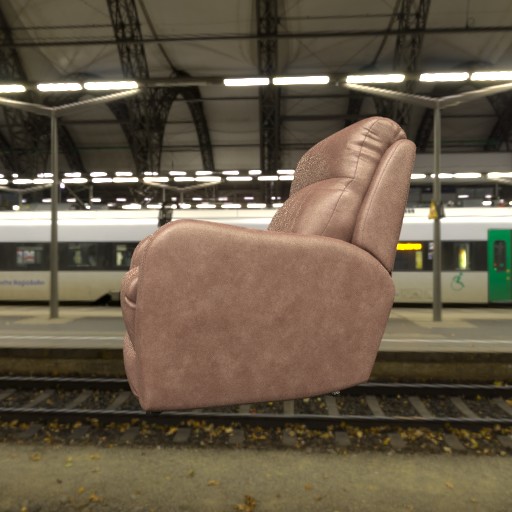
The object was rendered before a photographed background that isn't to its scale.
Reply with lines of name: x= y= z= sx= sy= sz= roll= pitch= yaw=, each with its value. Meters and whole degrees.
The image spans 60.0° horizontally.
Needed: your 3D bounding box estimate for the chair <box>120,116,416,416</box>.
chair: x=0.000 y=0.000 z=1.827 sx=1.067 sy=1.067 sz=0.865 roll=0 pitch=0 yaw=-18
